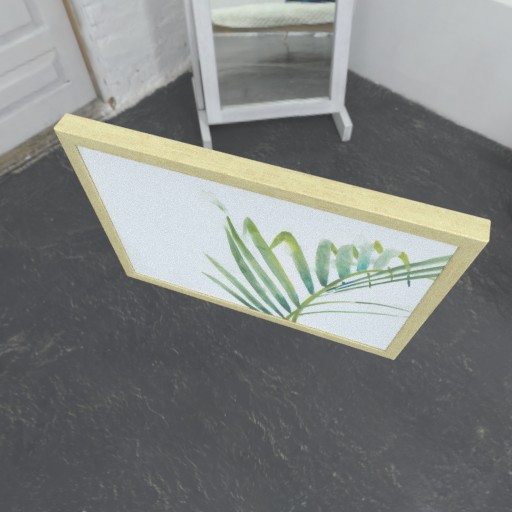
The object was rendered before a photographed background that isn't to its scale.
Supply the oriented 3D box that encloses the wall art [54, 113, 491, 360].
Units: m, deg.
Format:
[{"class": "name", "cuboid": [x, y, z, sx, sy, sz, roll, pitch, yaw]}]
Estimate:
[{"class": "wall art", "cuboid": [0.000, 0.000, 0.685, 0.533, 0.381, 0.032, 16, 59, 10]}]
